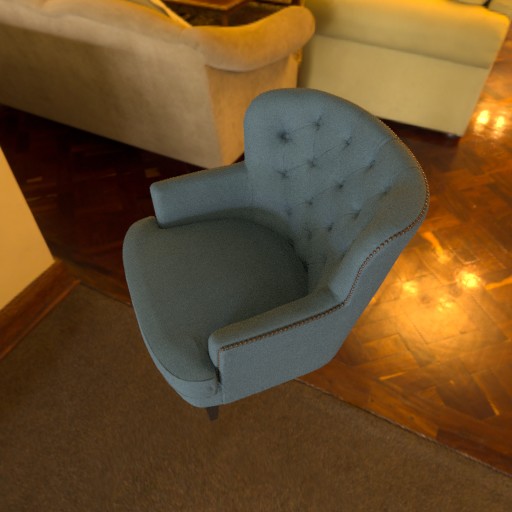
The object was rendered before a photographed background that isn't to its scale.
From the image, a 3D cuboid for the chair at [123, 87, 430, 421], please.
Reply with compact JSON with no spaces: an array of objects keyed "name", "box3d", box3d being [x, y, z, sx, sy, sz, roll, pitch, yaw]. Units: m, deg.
[{"name":"chair","box3d":[0.000,0.000,1.585,0.906,0.868,0.848,-17,48,-15]}]
